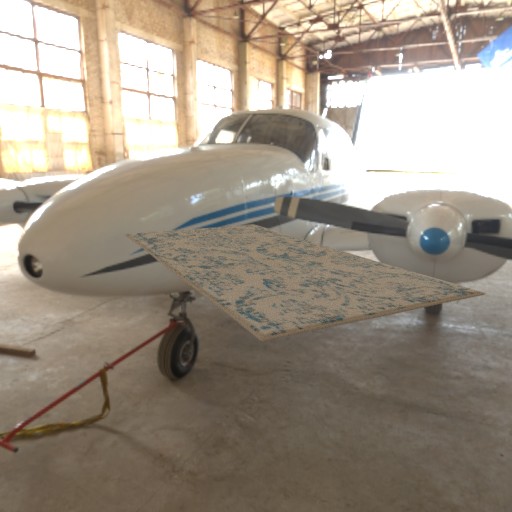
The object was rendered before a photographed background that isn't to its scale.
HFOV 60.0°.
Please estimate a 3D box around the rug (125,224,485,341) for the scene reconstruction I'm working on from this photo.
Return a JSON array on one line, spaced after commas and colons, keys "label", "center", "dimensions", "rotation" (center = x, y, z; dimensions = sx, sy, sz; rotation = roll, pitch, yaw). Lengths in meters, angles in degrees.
[{"label": "rug", "center": [0.000, 0.000, 1.448], "dimensions": [0.605, 0.007, 1.220], "rotation": [-6, 14, -26]}]
